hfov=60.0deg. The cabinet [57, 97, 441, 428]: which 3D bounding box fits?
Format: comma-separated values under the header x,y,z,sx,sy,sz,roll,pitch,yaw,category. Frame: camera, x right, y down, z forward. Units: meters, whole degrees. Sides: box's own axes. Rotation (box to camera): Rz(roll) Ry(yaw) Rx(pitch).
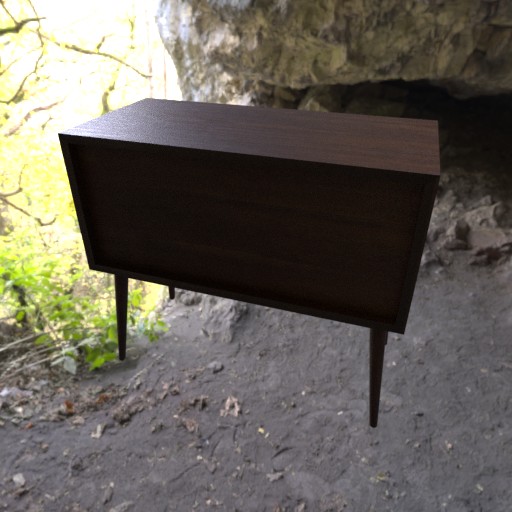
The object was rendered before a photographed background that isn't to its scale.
x,y,z,sx,sy,sz,roll,pitch,yaw,category
0.000,0.000,1.125,0.743,0.654,0.354,10,33,16,cabinet
